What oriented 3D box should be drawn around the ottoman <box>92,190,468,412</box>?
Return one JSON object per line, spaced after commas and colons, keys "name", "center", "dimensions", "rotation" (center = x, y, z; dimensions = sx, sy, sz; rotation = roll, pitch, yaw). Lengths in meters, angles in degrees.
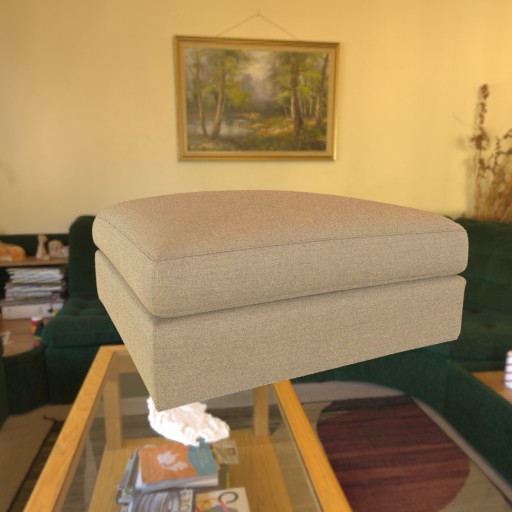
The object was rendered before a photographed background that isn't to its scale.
{"name": "ottoman", "center": [0.000, 0.000, 1.649], "dimensions": [1.041, 0.470, 1.041], "rotation": [-6, 13, -26]}
